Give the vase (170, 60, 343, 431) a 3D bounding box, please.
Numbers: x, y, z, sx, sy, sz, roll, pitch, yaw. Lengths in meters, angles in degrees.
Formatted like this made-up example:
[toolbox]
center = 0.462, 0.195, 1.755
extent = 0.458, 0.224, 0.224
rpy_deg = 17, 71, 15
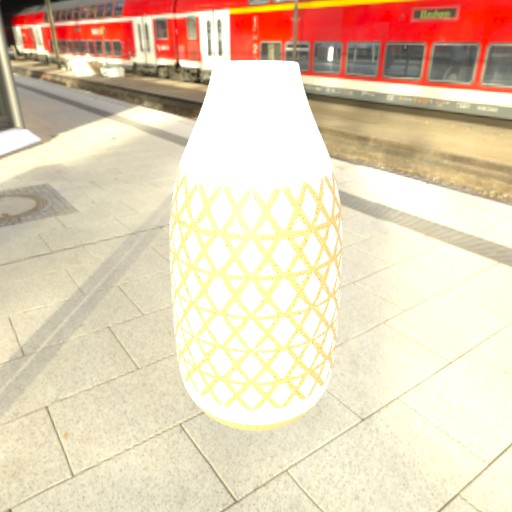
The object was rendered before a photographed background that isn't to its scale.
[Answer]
[vase]
center = 0.000, 0.000, 0.474
extent = 0.186, 0.380, 0.186
rpy_deg = 0, 26, 0
